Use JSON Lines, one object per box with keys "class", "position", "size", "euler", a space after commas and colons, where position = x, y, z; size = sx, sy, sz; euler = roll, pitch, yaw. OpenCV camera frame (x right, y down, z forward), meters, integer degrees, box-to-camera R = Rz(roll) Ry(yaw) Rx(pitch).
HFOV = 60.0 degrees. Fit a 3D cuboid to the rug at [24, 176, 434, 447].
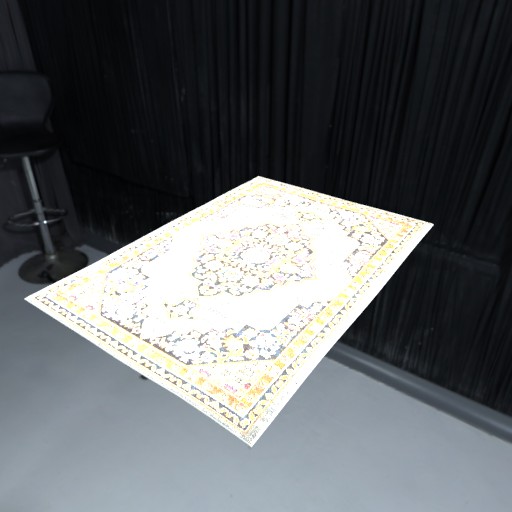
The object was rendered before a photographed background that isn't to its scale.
{"class": "rug", "position": [0.000, 0.000, 3.686], "size": [2.043, 0.026, 2.901], "euler": [21, 38, 30]}
